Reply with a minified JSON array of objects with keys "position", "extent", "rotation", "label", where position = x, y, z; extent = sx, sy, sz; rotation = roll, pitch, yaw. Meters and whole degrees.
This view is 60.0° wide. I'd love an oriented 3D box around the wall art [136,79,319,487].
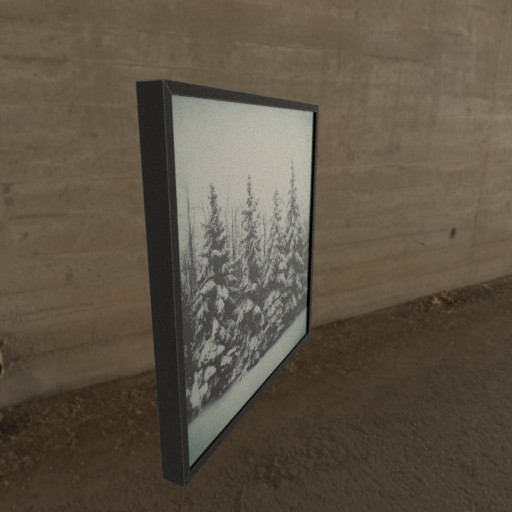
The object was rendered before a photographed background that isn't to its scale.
[{"position":[0.000,0.000,0.745],"extent":[0.036,0.506,0.506],"rotation":[7,17,25],"label":"wall art"}]
